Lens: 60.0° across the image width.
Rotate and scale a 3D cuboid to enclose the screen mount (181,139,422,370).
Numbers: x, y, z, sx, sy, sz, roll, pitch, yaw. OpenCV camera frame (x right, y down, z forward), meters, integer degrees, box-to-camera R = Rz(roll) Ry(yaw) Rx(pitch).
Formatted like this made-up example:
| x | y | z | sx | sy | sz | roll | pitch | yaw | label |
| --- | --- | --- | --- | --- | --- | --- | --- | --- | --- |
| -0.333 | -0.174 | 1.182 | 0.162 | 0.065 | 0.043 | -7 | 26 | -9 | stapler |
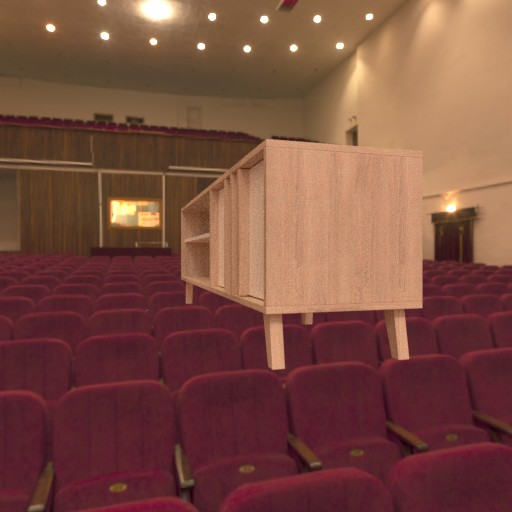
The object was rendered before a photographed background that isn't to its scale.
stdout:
| x | y | z | sx | sy | sz | roll | pitch | yaw | label |
| --- | --- | --- | --- | --- | --- | --- | --- | --- | --- |
| 0.000 | 0.000 | 1.741 | 0.400 | 0.510 | 1.500 | 0 | 0 | -17 | screen mount |
